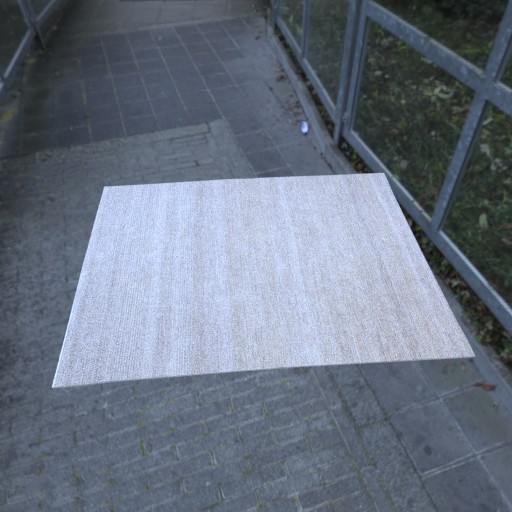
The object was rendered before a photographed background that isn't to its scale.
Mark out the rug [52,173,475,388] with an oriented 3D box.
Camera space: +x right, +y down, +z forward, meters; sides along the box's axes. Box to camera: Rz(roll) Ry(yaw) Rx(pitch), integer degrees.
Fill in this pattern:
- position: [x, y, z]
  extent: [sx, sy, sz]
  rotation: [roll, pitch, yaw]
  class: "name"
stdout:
- position: [0.000, 0.000, 4.222]
  extent: [3.245, 0.046, 2.467]
  rotation: [-3, 46, -3]
  class: "rug"
